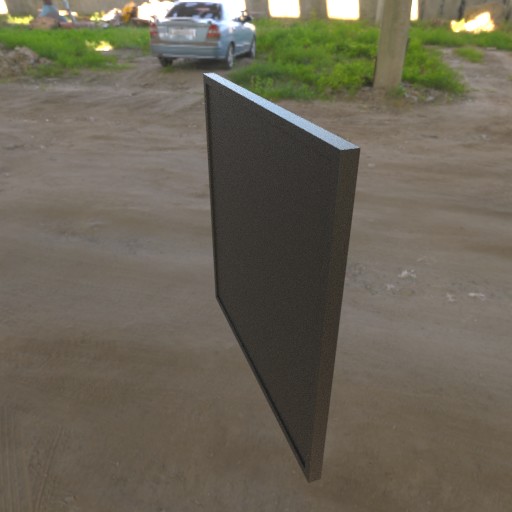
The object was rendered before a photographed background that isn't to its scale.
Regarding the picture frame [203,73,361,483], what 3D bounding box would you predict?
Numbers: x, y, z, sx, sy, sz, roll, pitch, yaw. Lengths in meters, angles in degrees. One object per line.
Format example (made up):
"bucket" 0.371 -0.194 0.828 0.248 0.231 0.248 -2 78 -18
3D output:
"picture frame" 0.000 0.000 1.137 0.032 0.775 0.775 -11 32 -17
